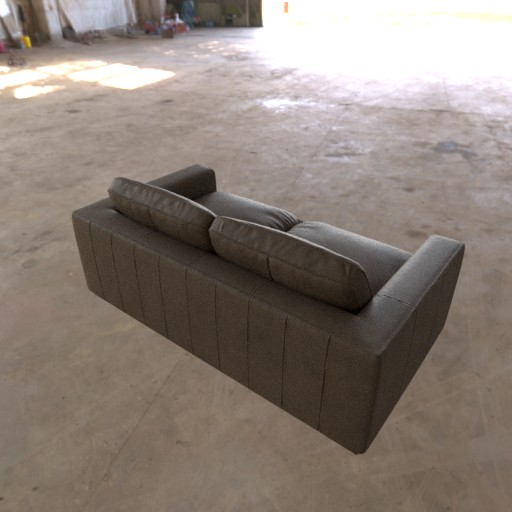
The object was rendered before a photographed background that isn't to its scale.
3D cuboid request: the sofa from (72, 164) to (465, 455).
[{"bbox_3d":[0.000,0.000,2.475,1.920,0.800,1.070,22,38,32],"label":"sofa"}]
